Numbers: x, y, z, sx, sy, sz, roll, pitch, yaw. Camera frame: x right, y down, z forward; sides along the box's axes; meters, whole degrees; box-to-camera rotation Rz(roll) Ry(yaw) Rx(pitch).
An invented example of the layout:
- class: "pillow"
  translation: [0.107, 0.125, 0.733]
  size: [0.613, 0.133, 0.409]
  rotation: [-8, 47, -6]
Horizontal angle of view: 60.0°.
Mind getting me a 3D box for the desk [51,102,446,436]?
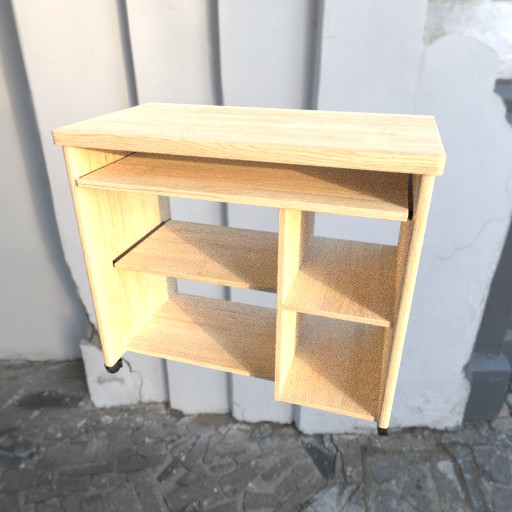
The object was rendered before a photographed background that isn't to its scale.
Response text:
- class: "desk"
  translation: [0.000, 0.000, 1.315]
  size: [0.885, 0.770, 0.480]
  rotation: [8, 28, 15]
